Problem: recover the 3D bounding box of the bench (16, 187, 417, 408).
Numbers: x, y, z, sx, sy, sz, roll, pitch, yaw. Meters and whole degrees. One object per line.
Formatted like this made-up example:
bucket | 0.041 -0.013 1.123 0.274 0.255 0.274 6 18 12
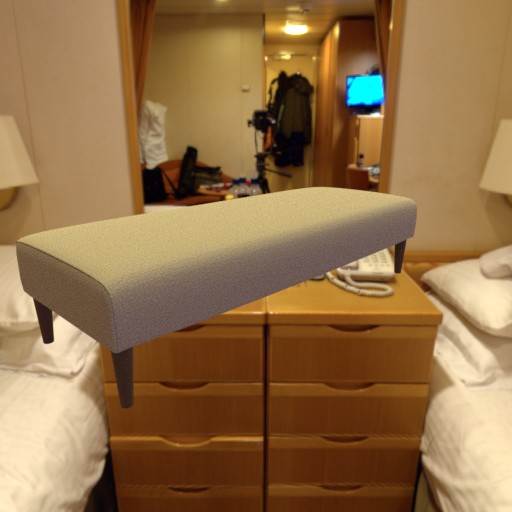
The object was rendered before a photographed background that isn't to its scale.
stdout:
bench | 0.000 0.000 1.809 0.646 0.393 1.609 16 23 42
